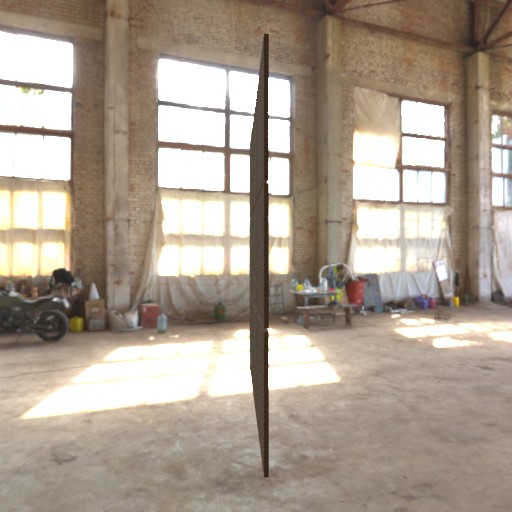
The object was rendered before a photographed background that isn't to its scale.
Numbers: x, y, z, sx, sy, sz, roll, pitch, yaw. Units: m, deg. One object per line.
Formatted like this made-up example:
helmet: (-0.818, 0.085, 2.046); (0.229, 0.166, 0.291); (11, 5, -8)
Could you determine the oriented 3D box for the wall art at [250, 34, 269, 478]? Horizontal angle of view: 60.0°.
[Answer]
wall art: (0.000, 0.000, 1.821); (0.013, 1.216, 1.216); (0, 0, -3)
